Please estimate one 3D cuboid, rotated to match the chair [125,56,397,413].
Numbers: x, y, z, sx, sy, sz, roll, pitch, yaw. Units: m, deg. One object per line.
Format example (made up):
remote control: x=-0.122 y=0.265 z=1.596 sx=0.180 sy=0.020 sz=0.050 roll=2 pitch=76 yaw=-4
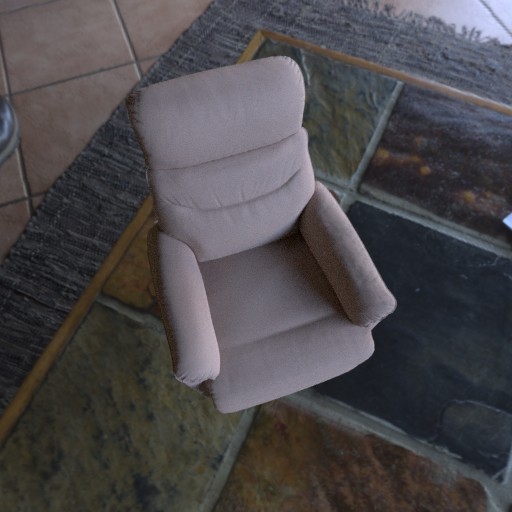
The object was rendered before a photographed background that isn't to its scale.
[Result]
chair: x=0.000 y=0.000 z=1.736 sx=0.820 sy=1.037 sz=1.004 roll=-17 pitch=65 yaw=-8
